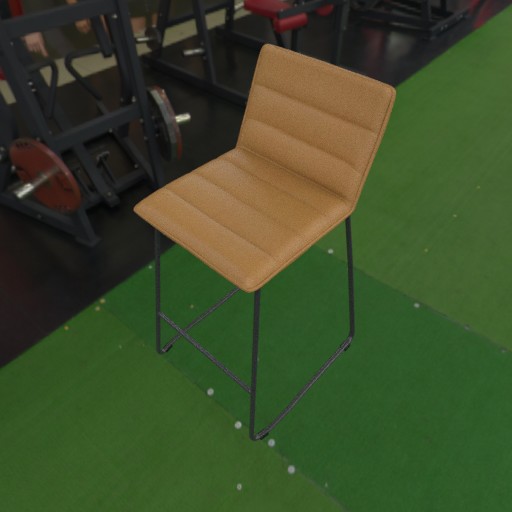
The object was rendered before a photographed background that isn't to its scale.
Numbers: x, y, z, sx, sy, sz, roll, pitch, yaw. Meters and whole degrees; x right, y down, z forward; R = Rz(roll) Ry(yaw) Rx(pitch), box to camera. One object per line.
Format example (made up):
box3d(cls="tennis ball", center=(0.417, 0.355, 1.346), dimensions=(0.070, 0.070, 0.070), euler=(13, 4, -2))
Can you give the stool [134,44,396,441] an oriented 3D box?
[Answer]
box3d(cls="stool", center=(0.000, 0.000, 1.244), dimensions=(0.489, 0.936, 0.524), euler=(33, 54, 28))
